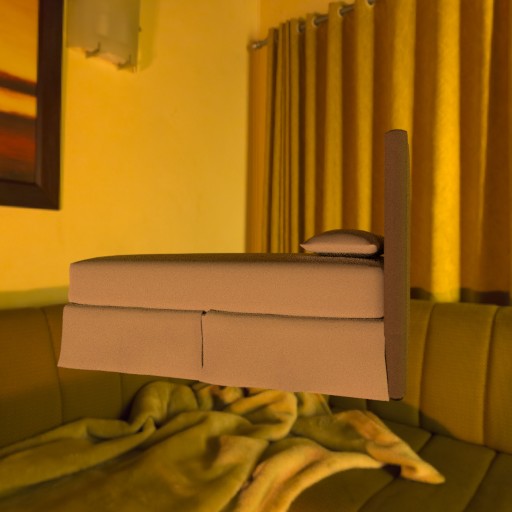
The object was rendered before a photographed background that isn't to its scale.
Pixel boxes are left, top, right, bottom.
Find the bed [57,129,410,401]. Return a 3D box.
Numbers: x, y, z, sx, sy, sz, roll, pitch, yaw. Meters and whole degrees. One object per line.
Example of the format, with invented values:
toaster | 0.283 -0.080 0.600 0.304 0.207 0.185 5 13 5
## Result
bed | 0.000 0.000 3.261 2.128 1.441 1.744 0 1 20
